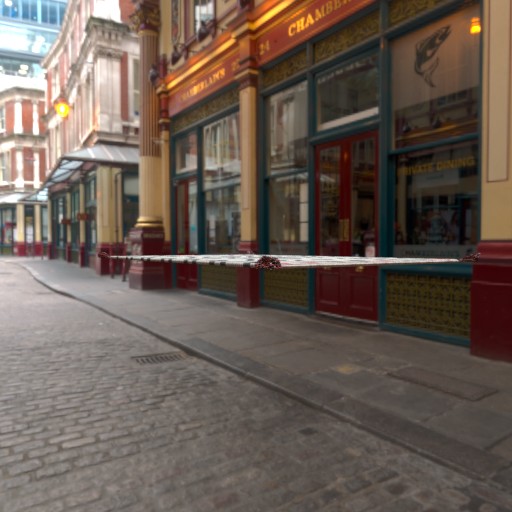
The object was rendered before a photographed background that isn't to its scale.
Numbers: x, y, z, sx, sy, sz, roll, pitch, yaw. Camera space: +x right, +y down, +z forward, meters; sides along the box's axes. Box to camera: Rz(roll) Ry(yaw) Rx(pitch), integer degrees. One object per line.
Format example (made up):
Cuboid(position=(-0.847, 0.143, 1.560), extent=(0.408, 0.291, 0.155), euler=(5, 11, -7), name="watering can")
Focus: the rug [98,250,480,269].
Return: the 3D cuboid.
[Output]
Cuboid(position=(0.000, 0.000, 3.440), extent=(1.741, 0.066, 2.672), euler=(-1, 1, -35), name="rug")
